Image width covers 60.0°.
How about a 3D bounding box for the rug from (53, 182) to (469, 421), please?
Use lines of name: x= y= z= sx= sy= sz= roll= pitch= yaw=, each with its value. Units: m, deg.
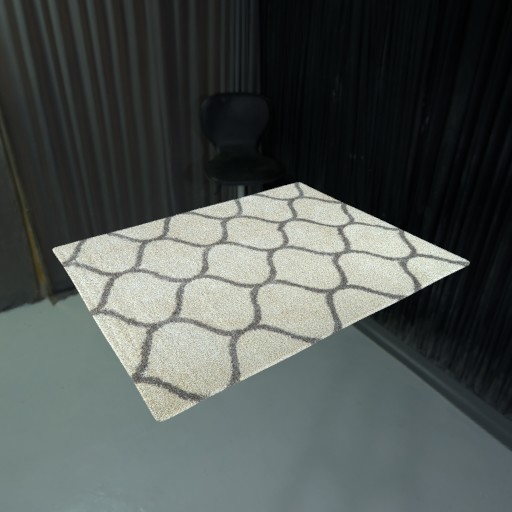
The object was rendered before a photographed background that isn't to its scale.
rug: x=0.000 y=0.000 z=4.050 sx=3.000 sy=0.026 sz=2.399 roll=-19 pitch=36 yaw=-29
